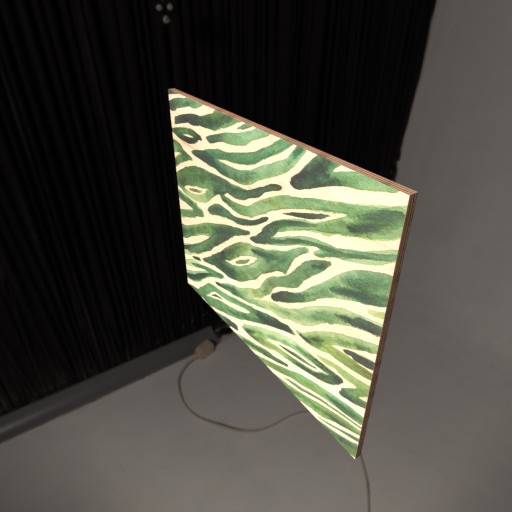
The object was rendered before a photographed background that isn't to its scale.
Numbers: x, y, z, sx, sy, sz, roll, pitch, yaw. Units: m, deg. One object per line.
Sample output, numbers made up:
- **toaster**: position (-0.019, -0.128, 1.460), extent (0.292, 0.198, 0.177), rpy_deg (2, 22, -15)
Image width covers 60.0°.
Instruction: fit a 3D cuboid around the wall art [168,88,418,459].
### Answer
- **wall art**: position (0.000, 0.000, 0.691), extent (0.012, 0.408, 0.508), rpy_deg (-21, 38, -28)
